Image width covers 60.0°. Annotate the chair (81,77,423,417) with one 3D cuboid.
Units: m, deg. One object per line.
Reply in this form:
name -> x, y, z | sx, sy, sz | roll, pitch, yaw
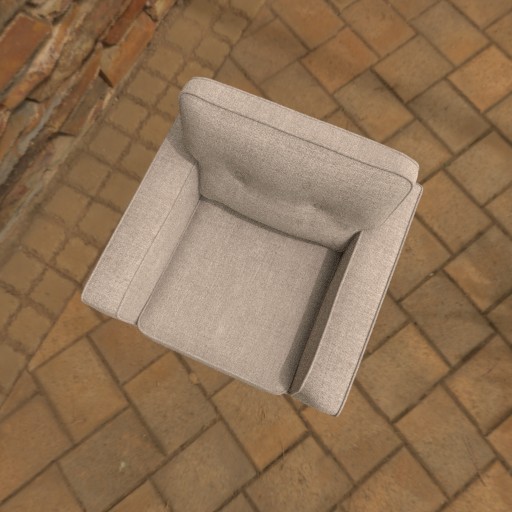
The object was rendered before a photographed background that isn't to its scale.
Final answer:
chair -> 0.000, 0.000, 1.783 | 1.015, 0.965, 0.939 | 23, 77, 6
